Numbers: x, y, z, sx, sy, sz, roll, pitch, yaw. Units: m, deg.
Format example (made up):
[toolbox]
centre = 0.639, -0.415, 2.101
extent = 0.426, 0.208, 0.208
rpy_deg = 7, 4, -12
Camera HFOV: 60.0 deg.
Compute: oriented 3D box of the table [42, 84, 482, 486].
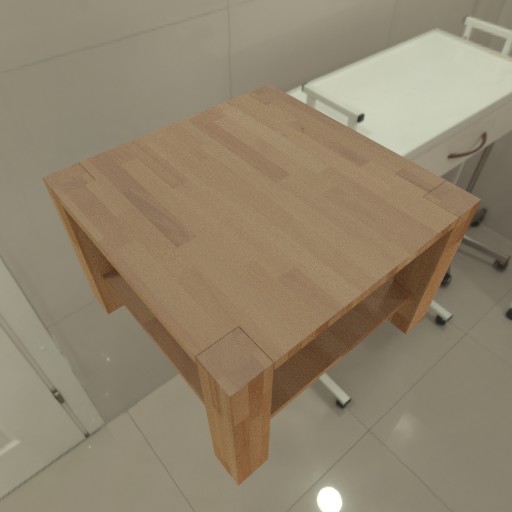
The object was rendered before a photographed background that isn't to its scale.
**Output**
[table]
centre = 0.000, 0.000, 1.161
extent = 0.700, 0.451, 0.700
rpy_deg = -32, 55, -26
